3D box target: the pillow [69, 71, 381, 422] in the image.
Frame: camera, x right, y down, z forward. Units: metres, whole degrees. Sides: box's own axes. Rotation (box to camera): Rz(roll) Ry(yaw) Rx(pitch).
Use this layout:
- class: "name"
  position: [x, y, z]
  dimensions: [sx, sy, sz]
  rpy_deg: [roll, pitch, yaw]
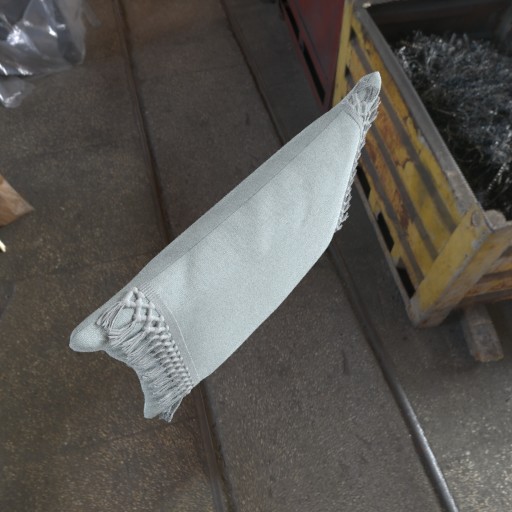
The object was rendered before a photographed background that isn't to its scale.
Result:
- class: "pillow"
  position: [0.000, 0.000, 0.578]
  dimensions: [0.084, 0.305, 0.466]
  rpy_deg: [37, 65, 20]
